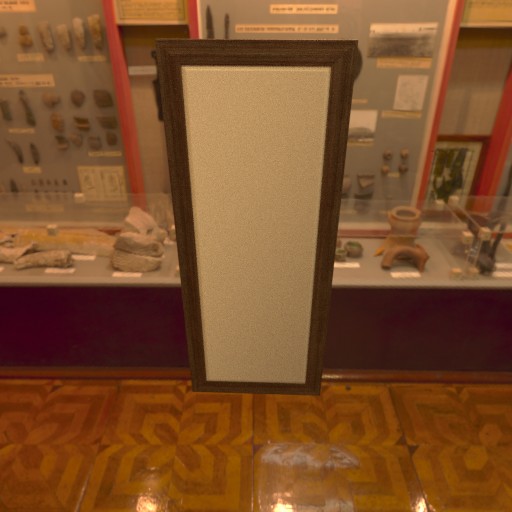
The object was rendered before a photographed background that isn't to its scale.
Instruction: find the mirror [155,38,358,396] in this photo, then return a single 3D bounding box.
[{"bbox_3d":[0.000,0.000,2.305,0.812,2.032,0.025,1,31,2],"label":"mirror"}]
